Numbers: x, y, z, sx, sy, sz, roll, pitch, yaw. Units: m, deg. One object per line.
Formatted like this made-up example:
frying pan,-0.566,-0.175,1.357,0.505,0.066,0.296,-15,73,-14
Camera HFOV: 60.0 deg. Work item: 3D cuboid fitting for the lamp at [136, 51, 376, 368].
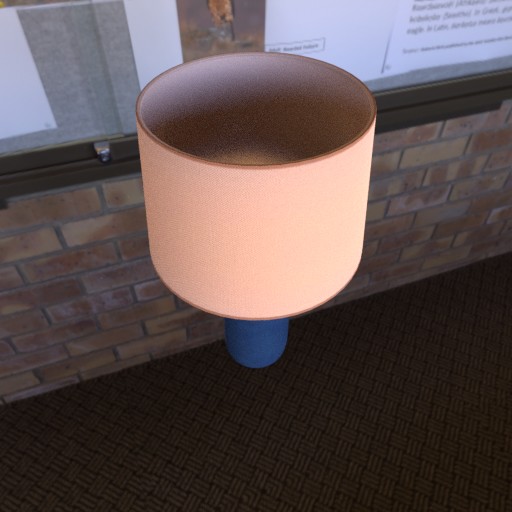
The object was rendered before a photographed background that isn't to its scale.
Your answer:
lamp,0.000,0.000,0.815,0.367,0.609,0.367,0,46,0
